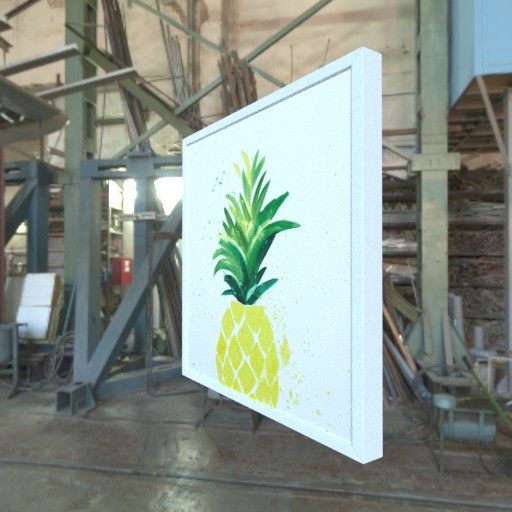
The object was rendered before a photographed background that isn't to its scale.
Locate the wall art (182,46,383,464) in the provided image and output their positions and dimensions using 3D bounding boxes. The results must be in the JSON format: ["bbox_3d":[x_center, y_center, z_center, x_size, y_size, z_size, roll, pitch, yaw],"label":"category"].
[{"bbox_3d":[0.000,0.000,0.757,0.035,0.507,0.508,0,-1,-35],"label":"wall art"}]
